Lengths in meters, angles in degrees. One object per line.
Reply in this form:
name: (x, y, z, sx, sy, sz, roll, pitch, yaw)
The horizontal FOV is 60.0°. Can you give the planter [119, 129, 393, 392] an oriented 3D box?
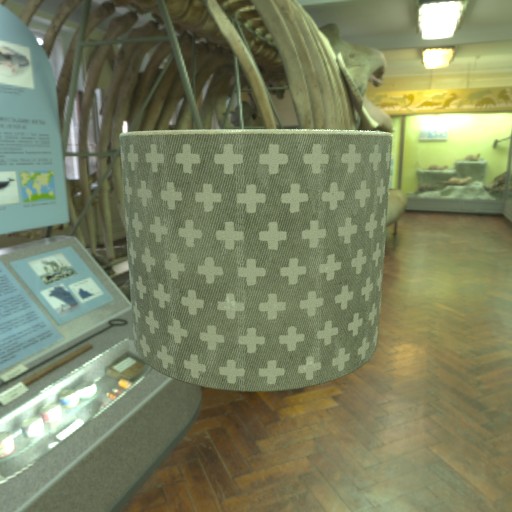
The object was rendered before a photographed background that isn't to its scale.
planter: (0.000, 0.000, 0.343, 0.190, 0.181, 0.190, 0, 14, 0)
